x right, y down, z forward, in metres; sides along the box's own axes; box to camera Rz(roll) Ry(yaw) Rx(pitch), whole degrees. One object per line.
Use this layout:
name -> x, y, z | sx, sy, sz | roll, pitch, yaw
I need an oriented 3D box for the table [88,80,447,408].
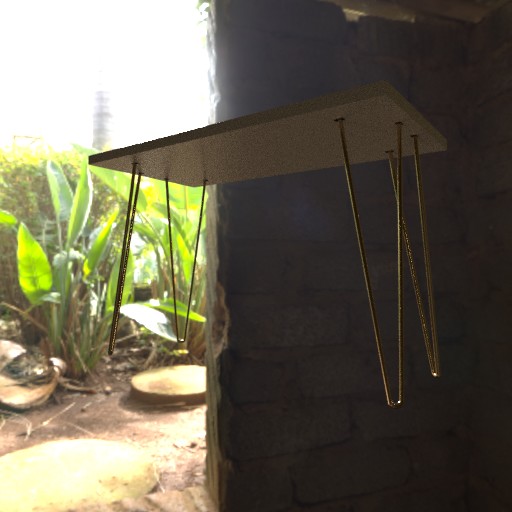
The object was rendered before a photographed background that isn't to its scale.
table -> 0.000, 0.000, 1.348 | 0.991, 0.660, 0.498 | -1, -2, 36
